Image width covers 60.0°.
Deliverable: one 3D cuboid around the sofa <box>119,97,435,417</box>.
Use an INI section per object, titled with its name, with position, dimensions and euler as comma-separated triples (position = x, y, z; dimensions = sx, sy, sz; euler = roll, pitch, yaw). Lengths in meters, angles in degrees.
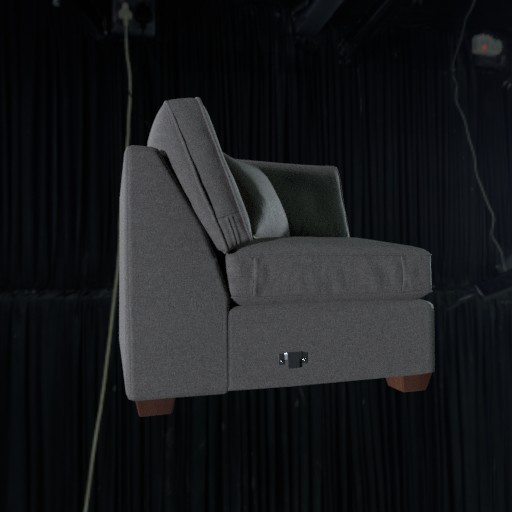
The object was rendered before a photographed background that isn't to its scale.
[sofa]
position = 0.000, 0.000, 1.963
dimensions = 1.146, 1.002, 1.084
euler = 0, -1, -18
